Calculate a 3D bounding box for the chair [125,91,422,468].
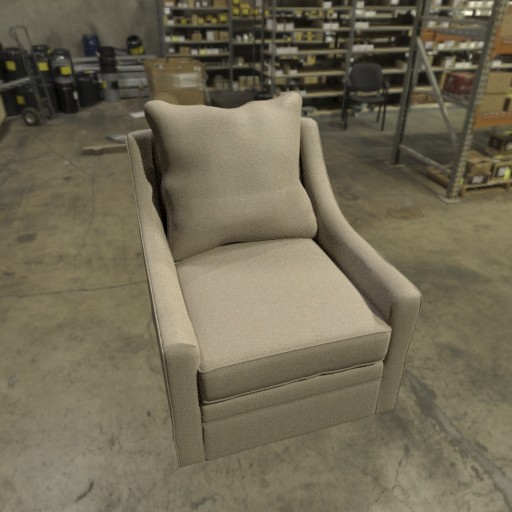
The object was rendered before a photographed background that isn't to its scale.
[{"bbox_3d":[0.000,0.000,1.554,0.760,0.942,0.876,-9,32,-15],"label":"chair"}]
